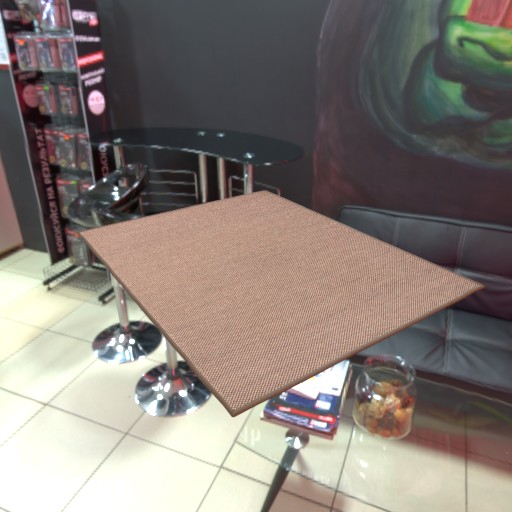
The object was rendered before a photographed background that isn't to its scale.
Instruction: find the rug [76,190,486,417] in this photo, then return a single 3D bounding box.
[{"bbox_3d":[0.000,0.000,4.066,2.413,0.020,3.041,-17,31,-31],"label":"rug"}]
